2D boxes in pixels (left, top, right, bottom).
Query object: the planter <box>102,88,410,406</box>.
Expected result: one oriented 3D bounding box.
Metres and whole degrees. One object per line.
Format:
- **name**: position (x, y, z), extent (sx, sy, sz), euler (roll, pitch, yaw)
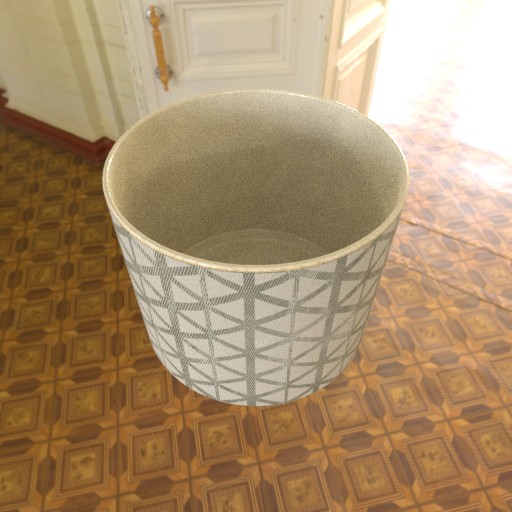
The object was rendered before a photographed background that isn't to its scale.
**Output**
- **planter**: position (0.000, 0.000, 0.456), extent (0.250, 0.239, 0.250), euler (0, 47, 0)
